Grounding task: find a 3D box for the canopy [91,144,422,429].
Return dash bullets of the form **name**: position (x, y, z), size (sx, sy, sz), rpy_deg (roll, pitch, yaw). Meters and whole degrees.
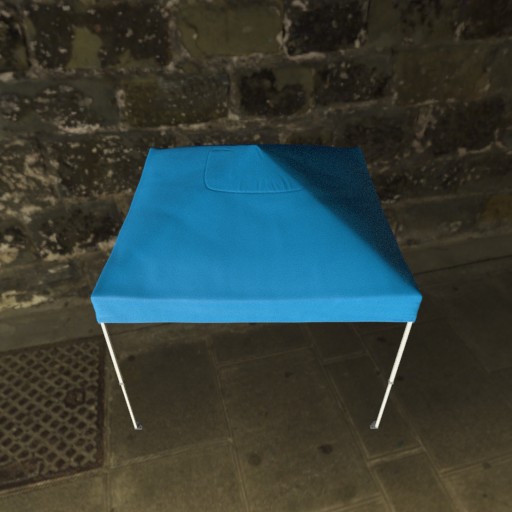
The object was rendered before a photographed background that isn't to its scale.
- **canopy**: position (0.000, 0.000, 5.573), size (2.998, 2.997, 2.996), rpy_deg (0, 40, 0)
